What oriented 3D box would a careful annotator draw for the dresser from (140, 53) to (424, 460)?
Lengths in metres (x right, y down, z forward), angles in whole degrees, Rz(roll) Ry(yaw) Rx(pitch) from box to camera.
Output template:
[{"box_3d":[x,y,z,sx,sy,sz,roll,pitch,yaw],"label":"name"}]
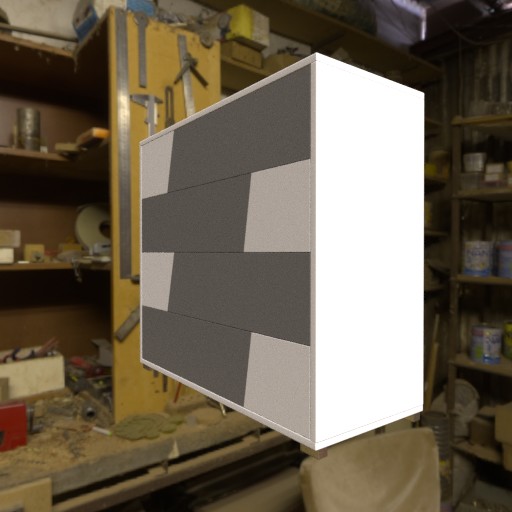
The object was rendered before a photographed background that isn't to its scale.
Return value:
[{"box_3d":[0.000,0.000,1.659,0.460,1.000,1.100,0,1,-37],"label":"dresser"}]
